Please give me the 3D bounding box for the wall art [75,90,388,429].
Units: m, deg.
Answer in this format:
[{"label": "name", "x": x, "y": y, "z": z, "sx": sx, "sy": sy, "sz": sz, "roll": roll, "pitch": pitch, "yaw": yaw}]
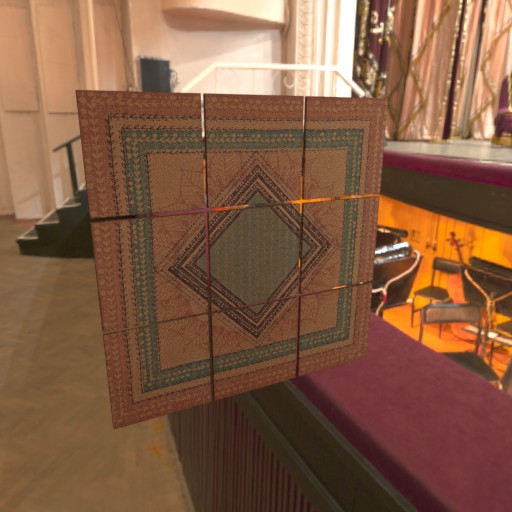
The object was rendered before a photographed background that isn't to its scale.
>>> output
[{"label": "wall art", "x": 0.000, "y": 0.000, "z": 1.336, "sx": 0.915, "sy": 0.914, "sz": 0.013, "roll": -8, "pitch": 19, "yaw": -25}]
